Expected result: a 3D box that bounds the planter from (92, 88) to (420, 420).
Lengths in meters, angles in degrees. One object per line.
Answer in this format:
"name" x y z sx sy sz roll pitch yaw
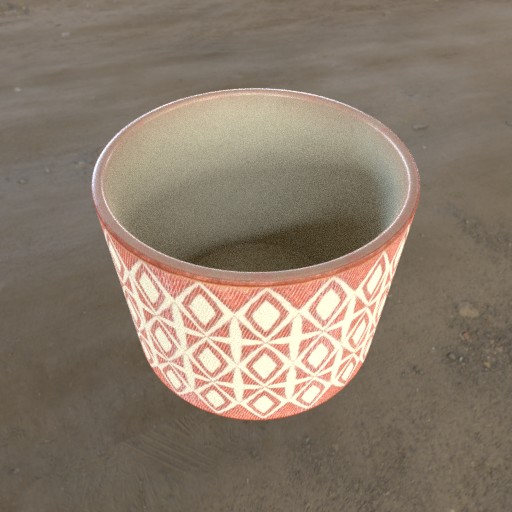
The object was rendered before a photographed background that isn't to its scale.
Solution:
"planter" 0.000 0.000 0.463 0.273 0.237 0.273 0 46 0
